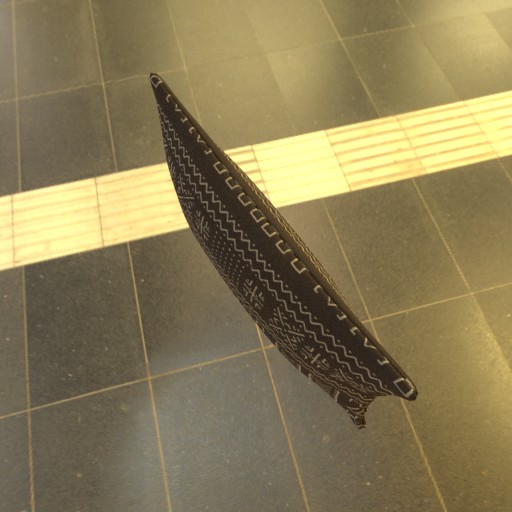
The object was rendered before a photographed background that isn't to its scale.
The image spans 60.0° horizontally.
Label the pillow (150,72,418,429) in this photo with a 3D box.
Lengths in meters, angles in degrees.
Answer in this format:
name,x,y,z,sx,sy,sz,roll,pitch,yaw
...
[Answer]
name,x,y,z,sx,sy,sz,roll,pitch,yaw
pillow,0.000,0.000,0.780,0.135,0.322,0.667,-32,68,-14
